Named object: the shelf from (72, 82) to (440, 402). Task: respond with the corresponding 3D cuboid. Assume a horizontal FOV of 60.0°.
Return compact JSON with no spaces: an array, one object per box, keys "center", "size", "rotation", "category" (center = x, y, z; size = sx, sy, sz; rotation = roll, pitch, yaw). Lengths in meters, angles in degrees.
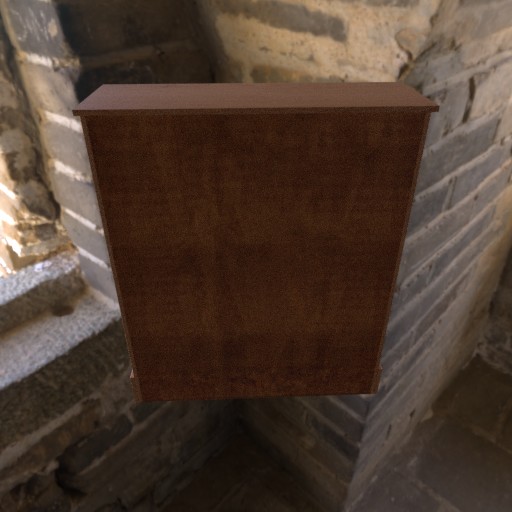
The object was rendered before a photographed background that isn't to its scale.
[{"center":[0.000,0.000,1.395],"size":[0.840,0.980,0.291],"rotation":[-1,32,-2],"category":"shelf"}]
